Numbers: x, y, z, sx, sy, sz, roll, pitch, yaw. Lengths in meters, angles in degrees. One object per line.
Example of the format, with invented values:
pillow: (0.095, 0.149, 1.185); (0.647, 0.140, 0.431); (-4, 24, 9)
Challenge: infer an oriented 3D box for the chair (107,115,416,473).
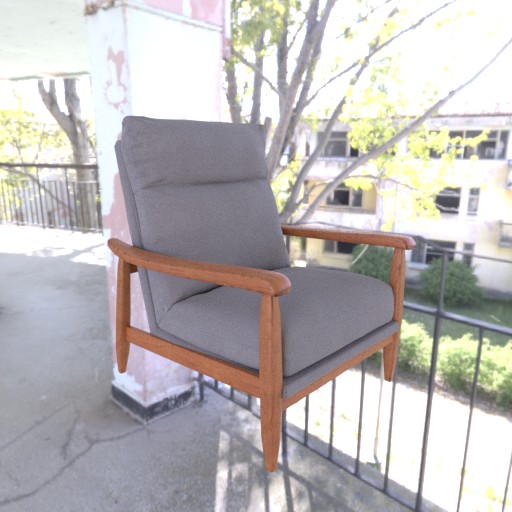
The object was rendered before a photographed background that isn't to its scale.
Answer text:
chair: (0.000, 0.000, 1.527); (0.816, 0.922, 0.782); (13, 18, 42)
